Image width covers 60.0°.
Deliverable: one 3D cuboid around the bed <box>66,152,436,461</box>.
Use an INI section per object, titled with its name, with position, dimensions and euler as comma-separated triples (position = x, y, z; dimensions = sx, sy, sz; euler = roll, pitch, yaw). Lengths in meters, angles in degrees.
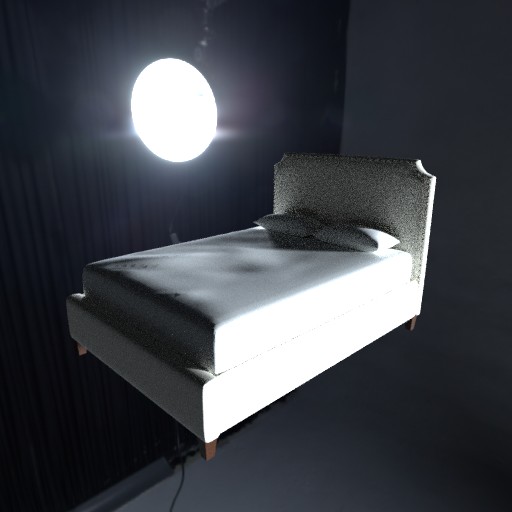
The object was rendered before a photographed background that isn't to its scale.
[bed]
position = 0.000, 0.000, 3.459
dimensions = 2.365, 1.443, 1.712
euler = -15, 22, -42
